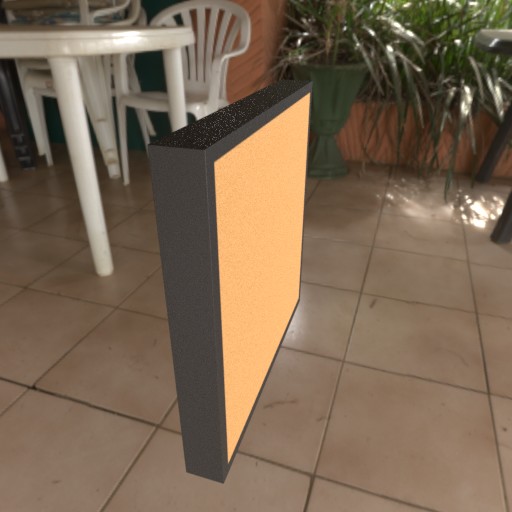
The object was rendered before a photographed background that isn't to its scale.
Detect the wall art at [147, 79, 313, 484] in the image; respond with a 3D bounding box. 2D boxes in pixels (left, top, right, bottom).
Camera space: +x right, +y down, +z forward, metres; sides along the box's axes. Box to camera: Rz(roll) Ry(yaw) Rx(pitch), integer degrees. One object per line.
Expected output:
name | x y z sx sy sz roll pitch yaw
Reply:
wall art | 0.000 0.000 0.457 0.038 0.304 0.304 9 30 16
